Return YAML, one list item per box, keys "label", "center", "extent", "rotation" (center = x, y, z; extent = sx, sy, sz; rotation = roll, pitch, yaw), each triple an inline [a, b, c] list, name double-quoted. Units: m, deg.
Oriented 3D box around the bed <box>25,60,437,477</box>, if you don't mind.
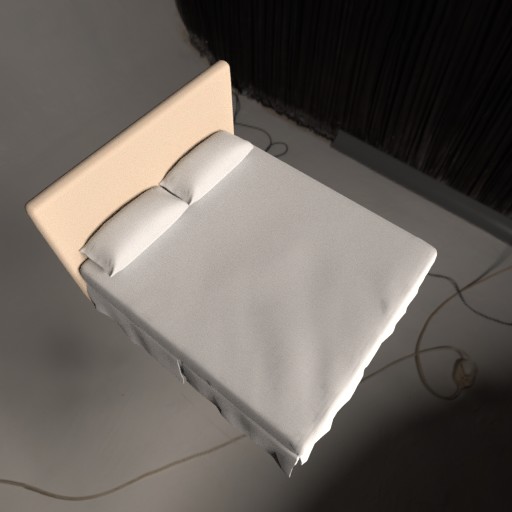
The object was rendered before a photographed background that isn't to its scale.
- label: "bed"
  center: [0.000, 0.000, 3.189]
  extent: [2.142, 1.330, 1.884]
  rotation: [34, 64, 19]
